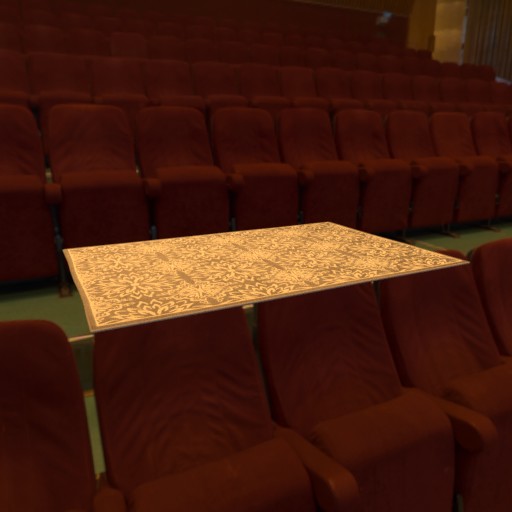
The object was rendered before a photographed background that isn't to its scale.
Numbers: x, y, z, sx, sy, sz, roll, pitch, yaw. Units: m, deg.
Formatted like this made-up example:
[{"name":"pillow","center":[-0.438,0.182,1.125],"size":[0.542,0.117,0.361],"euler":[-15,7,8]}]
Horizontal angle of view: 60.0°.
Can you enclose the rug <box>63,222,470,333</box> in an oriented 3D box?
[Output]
[{"name":"rug","center":[0.000,0.000,2.395],"size":[1.847,0.012,1.224],"euler":[-8,17,-26]}]
